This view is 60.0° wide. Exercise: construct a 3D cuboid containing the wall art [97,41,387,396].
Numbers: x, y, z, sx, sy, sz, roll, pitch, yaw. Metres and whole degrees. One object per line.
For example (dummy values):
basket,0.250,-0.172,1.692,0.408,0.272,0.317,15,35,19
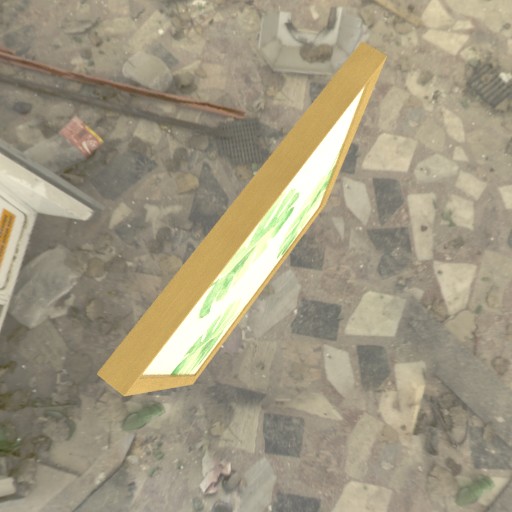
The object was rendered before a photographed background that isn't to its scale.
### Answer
wall art,0.000,0.000,0.754,0.038,0.508,0.508,35,78,9
